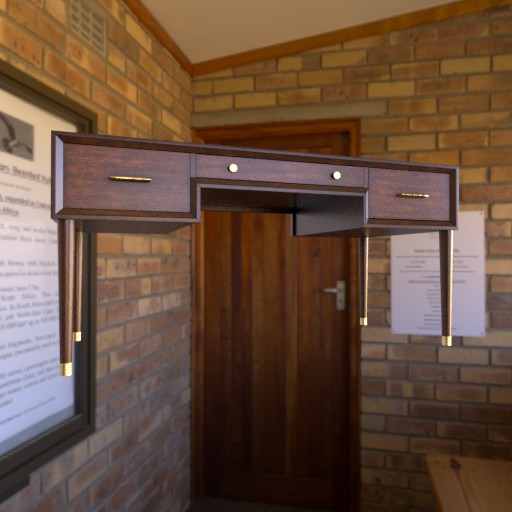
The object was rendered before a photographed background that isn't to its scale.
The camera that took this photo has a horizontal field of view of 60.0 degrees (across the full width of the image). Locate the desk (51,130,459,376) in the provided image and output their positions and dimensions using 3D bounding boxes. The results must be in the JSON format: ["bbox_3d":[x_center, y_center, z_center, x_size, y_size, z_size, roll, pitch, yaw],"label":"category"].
[{"bbox_3d":[0.000,0.000,1.945,1.575,0.762,0.724,0,-1,-19],"label":"desk"}]
